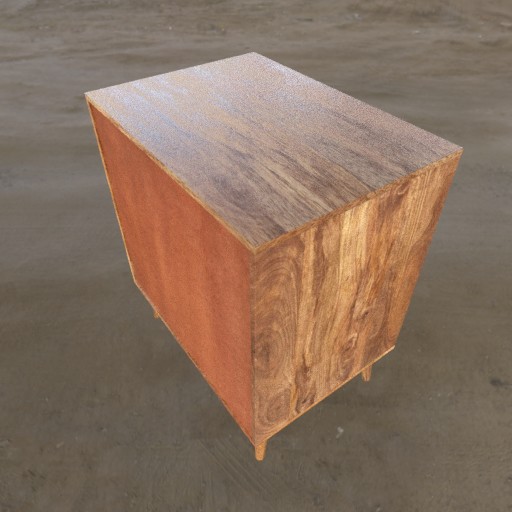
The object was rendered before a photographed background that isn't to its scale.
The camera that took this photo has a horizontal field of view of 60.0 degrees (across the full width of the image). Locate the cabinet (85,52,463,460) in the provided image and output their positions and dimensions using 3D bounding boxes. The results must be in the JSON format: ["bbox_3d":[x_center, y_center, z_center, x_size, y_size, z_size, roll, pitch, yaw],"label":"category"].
[{"bbox_3d":[0.000,0.000,1.148,0.473,0.758,0.647,-26,48,-26],"label":"cabinet"}]
